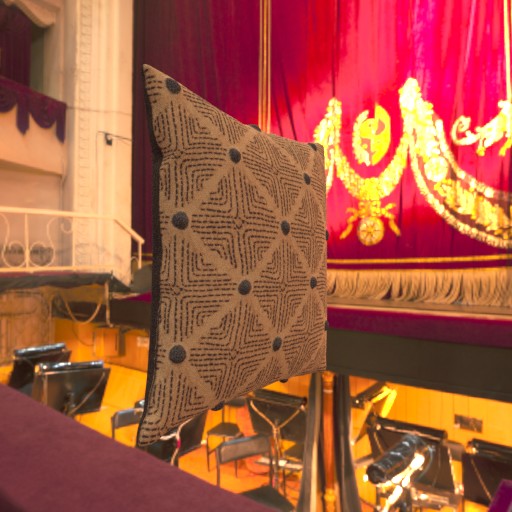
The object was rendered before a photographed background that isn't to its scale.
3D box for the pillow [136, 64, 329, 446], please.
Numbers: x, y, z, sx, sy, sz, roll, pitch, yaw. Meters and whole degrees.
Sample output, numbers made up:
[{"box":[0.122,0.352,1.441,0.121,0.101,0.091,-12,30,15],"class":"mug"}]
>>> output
[{"box":[0.000,0.000,0.788,0.145,0.510,0.510,-1,-1,37],"class":"pillow"}]
